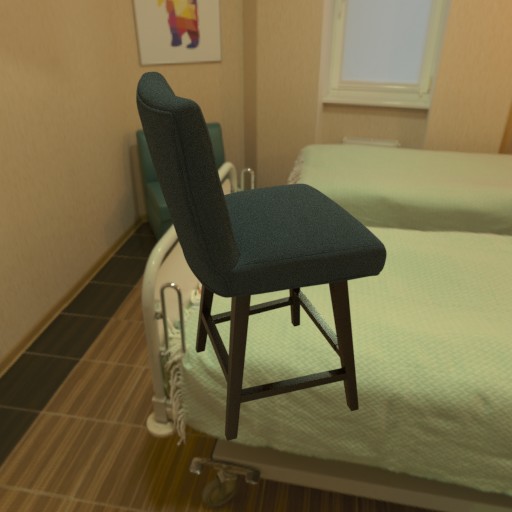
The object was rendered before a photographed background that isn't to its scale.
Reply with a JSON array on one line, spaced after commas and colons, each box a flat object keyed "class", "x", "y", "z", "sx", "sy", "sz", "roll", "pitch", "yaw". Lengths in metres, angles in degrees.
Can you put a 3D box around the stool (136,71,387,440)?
[{"class": "stool", "x": 0.000, "y": 0.000, "z": 1.335, "sx": 0.574, "sy": 1.000, "sz": 0.514, "roll": -10, "pitch": 31, "yaw": -17}]
